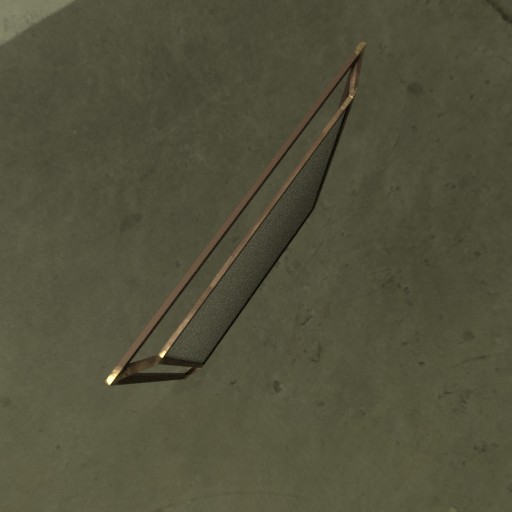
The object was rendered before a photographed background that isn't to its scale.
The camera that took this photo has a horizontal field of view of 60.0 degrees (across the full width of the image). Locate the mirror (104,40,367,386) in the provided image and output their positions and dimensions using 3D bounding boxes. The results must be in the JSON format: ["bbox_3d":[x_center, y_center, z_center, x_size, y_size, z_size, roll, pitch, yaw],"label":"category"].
[{"bbox_3d":[0.000,0.000,0.904,0.032,0.610,0.610,34,78,8],"label":"mirror"}]
